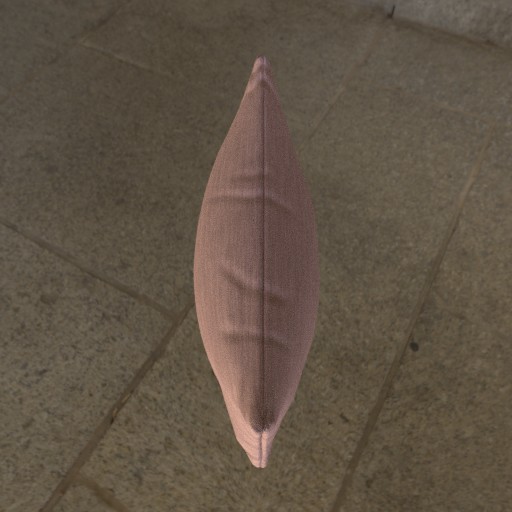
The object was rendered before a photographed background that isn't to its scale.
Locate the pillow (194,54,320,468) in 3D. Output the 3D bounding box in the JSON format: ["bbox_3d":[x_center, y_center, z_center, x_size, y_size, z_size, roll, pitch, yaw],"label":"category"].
[{"bbox_3d":[0.000,0.000,0.762,0.210,0.338,0.633,0,60,0],"label":"pillow"}]
